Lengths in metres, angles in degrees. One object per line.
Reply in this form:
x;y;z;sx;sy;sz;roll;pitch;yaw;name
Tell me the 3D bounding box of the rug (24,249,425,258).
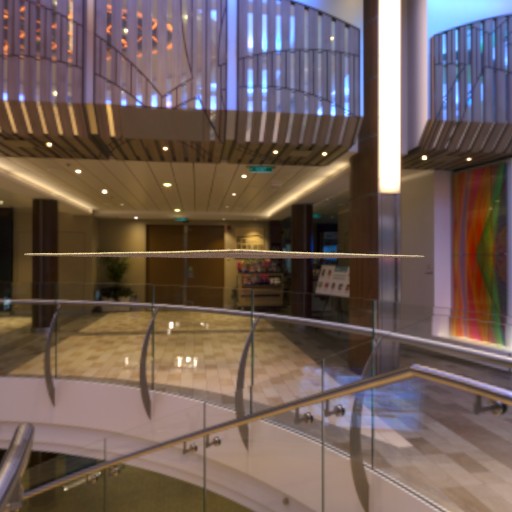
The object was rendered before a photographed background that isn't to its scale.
0.000;0.000;2.383;1.250;0.015;1.850;0;-1;36;rug
